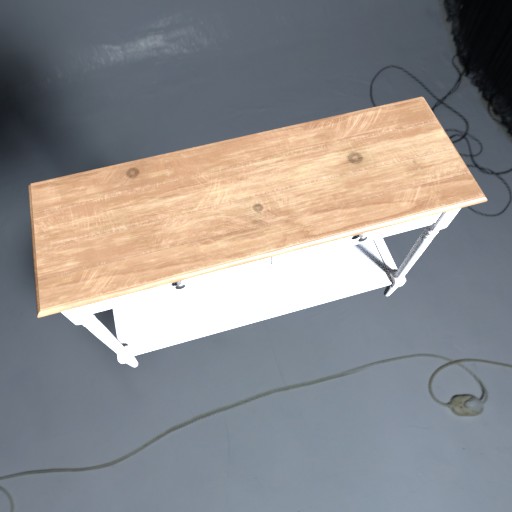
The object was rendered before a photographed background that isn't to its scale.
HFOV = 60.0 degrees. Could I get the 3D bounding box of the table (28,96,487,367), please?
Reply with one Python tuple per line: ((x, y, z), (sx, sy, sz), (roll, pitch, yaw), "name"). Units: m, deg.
((0.000, 0.000, 1.583), (1.219, 0.800, 0.399), (-14, 64, -7), "table")
